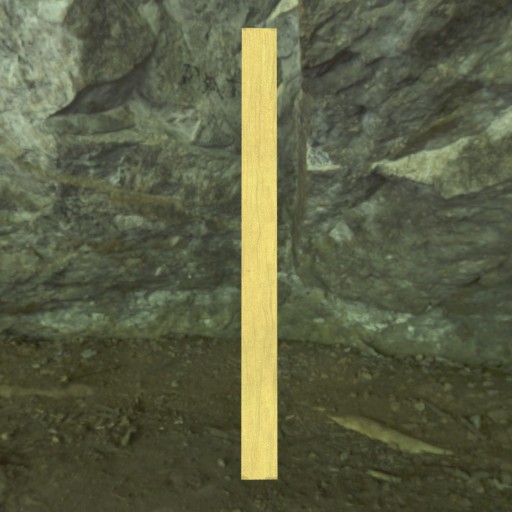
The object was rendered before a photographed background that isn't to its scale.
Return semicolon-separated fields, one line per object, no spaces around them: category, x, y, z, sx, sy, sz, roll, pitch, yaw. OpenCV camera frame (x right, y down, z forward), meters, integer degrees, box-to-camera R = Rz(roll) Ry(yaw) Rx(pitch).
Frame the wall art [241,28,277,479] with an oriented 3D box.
wall art;0.000;0.000;0.528;0.030;0.380;0.312;0;-2;-1
